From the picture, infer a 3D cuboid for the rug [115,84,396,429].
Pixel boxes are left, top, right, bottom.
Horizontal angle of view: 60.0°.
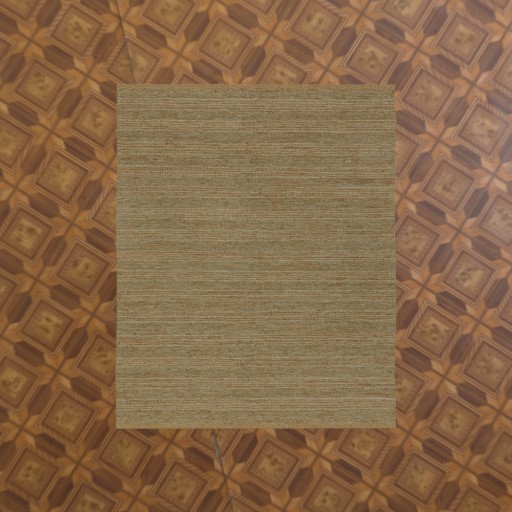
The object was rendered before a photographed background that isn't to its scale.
[{"bbox_3d":[0.000,0.000,3.910,2.471,0.012,3.034,0,89,0],"label":"rug"}]
